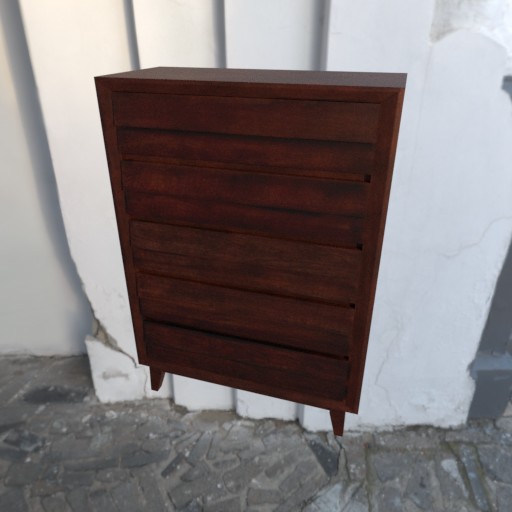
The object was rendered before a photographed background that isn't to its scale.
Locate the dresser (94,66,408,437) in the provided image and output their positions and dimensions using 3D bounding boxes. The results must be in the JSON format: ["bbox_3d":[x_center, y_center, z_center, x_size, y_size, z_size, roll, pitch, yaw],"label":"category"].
[{"bbox_3d":[0.000,0.000,1.995,1.072,1.514,0.506,8,28,16],"label":"dresser"}]
